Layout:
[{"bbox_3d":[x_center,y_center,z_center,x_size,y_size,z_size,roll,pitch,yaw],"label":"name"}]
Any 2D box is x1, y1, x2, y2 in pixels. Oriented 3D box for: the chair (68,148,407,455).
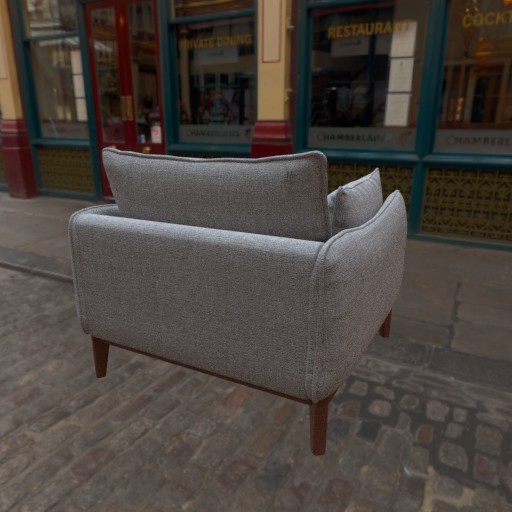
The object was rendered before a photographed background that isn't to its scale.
[{"bbox_3d":[0.000,0.000,1.709,0.993,0.839,0.976,8,18,27],"label":"chair"}]
